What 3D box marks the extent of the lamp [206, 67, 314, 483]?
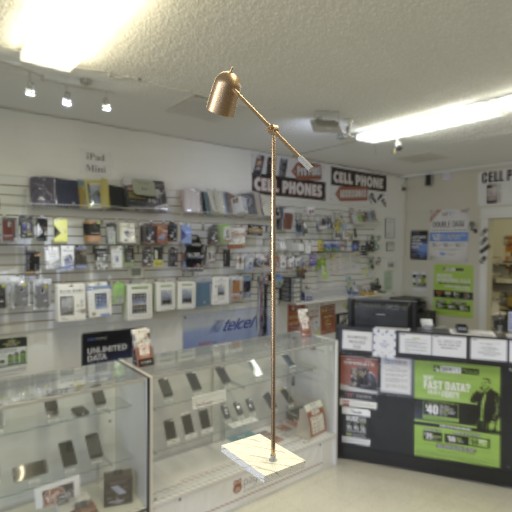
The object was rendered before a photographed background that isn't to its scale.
[{"bbox_3d":[0.000,0.000,1.752,0.194,1.594,0.653,-1,2,-36],"label":"lamp"}]
